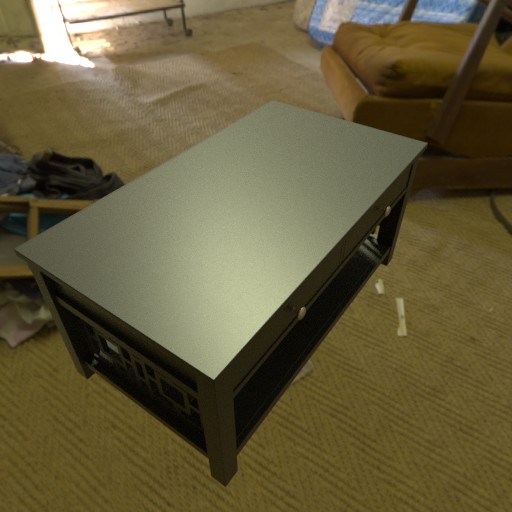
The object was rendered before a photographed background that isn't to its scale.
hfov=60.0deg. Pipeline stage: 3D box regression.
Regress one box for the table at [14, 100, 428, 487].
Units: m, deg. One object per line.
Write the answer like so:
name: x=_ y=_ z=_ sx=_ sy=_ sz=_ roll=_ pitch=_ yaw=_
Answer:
table: x=0.000 y=0.000 z=1.377 sx=0.612 sy=0.493 sz=1.068 roll=25 pitch=47 yaw=26
